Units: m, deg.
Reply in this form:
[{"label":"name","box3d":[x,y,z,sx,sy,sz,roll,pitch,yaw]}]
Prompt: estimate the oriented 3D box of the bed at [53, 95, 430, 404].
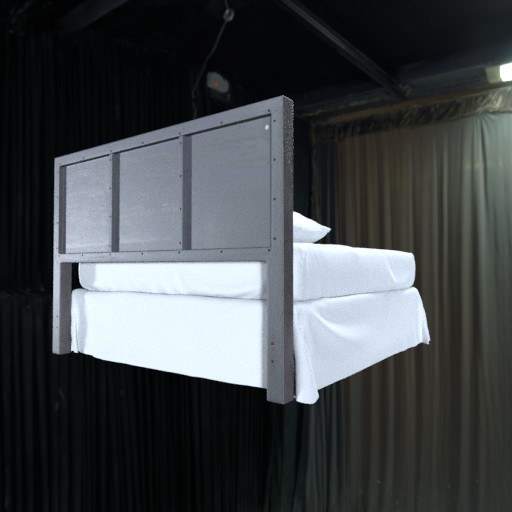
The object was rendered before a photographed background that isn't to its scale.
[{"label":"bed","box3d":[0.000,0.000,2.822,1.772,1.142,1.785,-1,-2,37]}]
